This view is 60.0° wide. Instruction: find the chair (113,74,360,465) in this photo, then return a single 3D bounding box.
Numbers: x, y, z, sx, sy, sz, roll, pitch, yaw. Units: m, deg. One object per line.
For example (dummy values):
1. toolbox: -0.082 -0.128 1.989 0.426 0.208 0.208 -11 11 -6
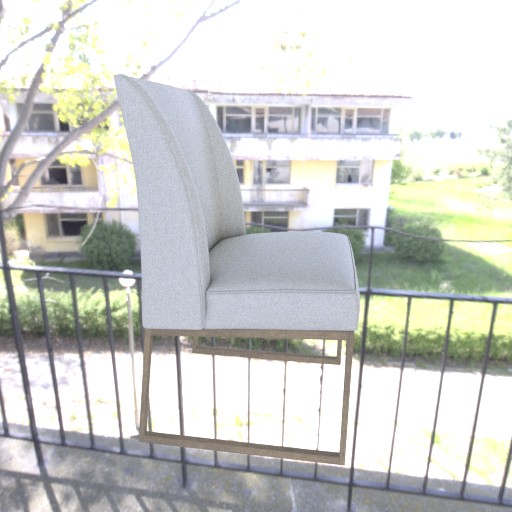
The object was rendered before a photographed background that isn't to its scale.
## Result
1. chair: 0.000 0.000 1.175 0.522 0.863 0.508 3 17 9
